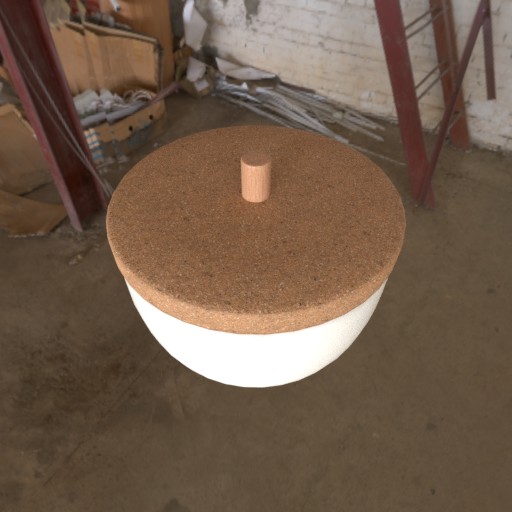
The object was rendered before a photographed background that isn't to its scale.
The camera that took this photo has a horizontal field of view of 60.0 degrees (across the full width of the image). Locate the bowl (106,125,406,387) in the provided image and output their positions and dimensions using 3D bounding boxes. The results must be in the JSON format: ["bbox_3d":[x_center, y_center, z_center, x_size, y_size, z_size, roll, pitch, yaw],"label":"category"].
[{"bbox_3d":[0.000,0.000,0.215,0.126,0.110,0.126,0,45,0],"label":"bowl"}]
